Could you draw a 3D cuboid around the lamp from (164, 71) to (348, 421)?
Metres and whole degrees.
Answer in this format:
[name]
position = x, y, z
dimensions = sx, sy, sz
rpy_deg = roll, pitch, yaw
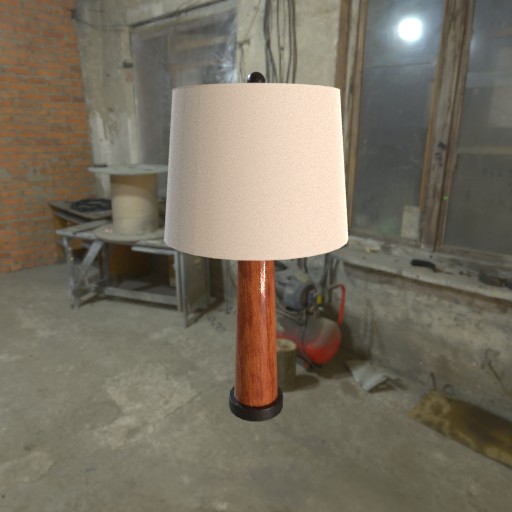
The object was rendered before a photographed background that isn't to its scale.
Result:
[lamp]
position = 0.000, 0.000, 0.864
dimensions = 0.349, 0.667, 0.349
rpy_deg = 0, 16, 0
